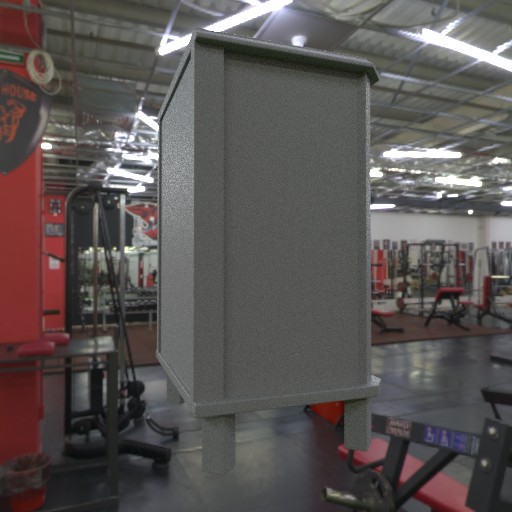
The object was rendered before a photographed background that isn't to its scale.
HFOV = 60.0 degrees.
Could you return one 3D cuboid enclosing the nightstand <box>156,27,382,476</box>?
[{"bbox_3d":[0.000,0.000,0.920,0.350,0.680,0.450,0,-1,-20],"label":"nightstand"}]
